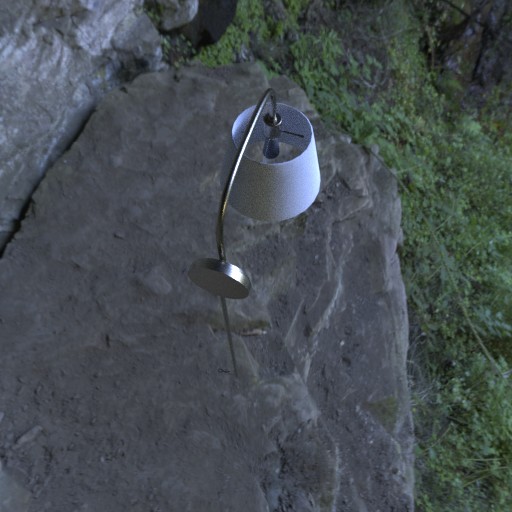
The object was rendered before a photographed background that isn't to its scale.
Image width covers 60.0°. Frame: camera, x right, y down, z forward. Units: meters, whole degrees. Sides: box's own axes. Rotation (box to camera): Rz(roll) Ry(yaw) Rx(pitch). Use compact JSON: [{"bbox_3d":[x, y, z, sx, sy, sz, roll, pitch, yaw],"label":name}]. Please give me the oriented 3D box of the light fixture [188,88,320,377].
[{"bbox_3d":[0.000,0.000,0.458,0.092,0.399,0.176,16,64,8],"label":"light fixture"}]
